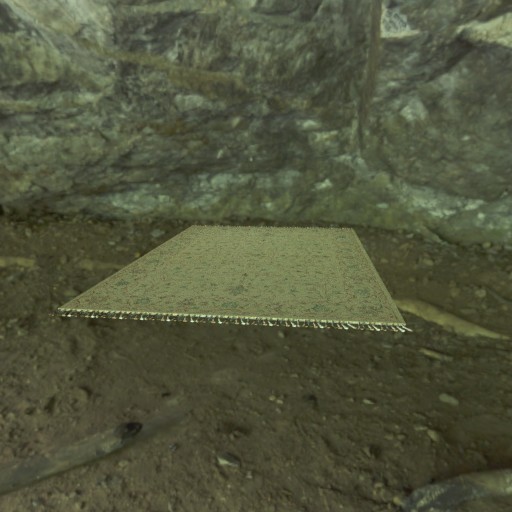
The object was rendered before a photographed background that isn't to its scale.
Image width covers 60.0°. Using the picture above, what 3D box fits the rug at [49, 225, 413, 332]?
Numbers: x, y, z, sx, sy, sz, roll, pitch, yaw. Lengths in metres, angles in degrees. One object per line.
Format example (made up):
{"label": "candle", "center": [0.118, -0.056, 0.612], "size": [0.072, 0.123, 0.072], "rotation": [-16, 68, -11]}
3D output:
{"label": "rug", "center": [0.000, 0.000, 2.997], "size": [1.544, 0.010, 2.435], "rotation": [2, 13, 7]}
